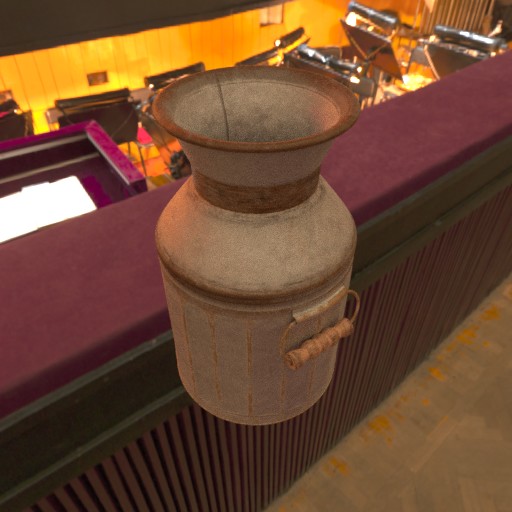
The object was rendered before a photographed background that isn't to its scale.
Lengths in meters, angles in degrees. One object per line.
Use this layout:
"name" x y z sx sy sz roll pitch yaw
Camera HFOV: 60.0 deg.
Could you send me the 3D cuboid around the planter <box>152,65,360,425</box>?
"planter" 0.000 0.000 0.497 0.215 0.358 0.248 -26 47 -27
